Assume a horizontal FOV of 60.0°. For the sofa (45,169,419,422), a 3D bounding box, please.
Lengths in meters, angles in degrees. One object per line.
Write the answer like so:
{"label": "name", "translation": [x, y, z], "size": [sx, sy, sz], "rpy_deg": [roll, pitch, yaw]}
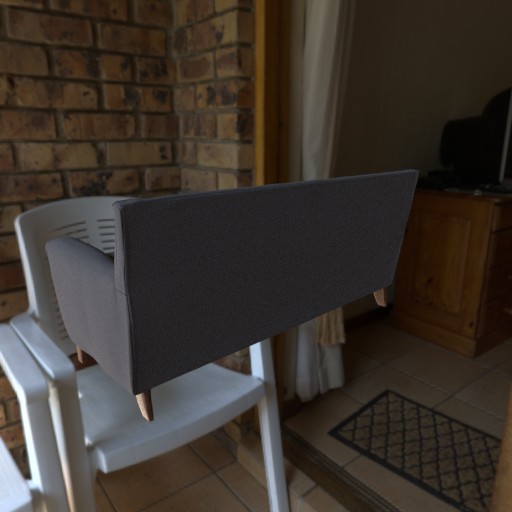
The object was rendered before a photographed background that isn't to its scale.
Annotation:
{"label": "sofa", "translation": [0.000, 0.000, 2.478], "size": [2.002, 0.907, 0.843], "rpy_deg": [-14, 21, -42]}
